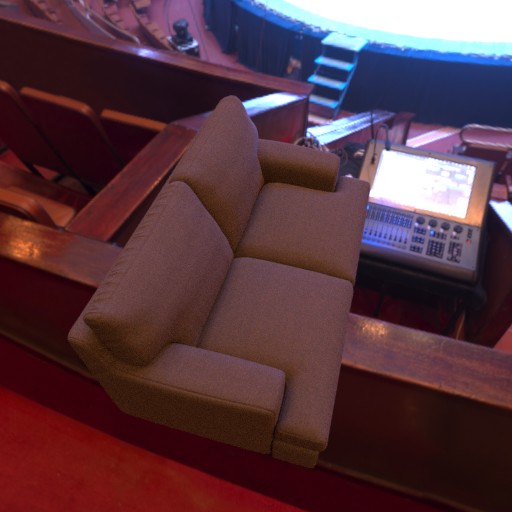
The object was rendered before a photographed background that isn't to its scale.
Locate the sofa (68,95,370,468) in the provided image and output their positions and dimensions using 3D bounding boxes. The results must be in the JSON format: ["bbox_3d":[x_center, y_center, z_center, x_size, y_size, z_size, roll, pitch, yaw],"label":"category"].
[{"bbox_3d":[0.000,0.000,2.506,1.140,0.950,1.869,12,50,10],"label":"sofa"}]
